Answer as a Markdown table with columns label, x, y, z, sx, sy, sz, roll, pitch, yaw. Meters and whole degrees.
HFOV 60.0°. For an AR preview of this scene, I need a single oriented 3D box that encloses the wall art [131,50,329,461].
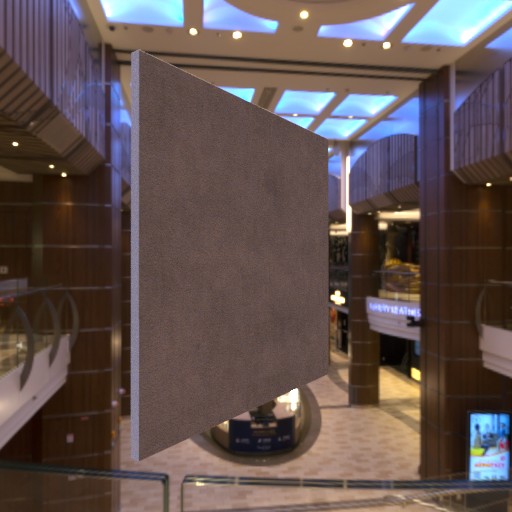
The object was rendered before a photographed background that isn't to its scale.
| label | x | y | z | sx | sy | sz | roll | pitch | yaw |
| --- | --- | --- | --- | --- | --- | --- | --- | --- | --- |
| wall art | 0.000 | 0.000 | 0.984 | 0.020 | 0.661 | 0.664 | 0 | 0 | 36 |
